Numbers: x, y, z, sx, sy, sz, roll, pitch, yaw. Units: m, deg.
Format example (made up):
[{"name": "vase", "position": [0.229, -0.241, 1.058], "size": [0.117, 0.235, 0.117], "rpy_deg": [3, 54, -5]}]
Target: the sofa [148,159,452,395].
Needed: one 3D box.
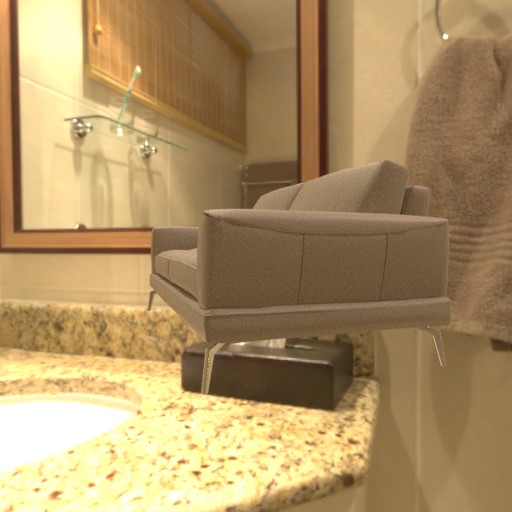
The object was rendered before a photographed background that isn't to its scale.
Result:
[{"name": "sofa", "position": [0.000, 0.000, 2.695], "size": [1.121, 0.930, 2.177], "rpy_deg": [-1, 2, -18]}]
